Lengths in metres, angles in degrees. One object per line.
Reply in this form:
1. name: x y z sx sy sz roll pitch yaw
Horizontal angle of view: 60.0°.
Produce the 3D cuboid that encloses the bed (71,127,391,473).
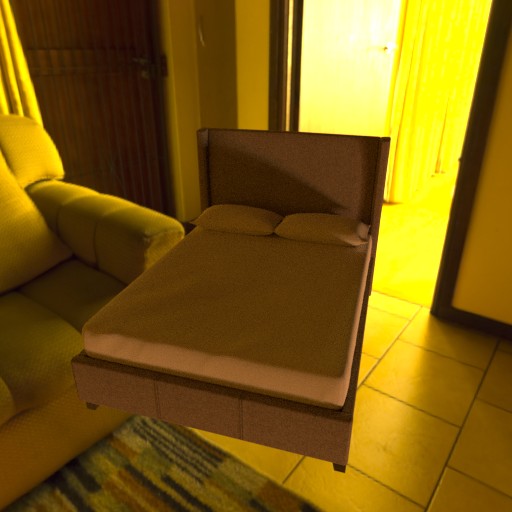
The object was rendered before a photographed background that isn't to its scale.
1. bed: 0.000 0.000 3.317 1.714 1.481 2.245 7 26 15
